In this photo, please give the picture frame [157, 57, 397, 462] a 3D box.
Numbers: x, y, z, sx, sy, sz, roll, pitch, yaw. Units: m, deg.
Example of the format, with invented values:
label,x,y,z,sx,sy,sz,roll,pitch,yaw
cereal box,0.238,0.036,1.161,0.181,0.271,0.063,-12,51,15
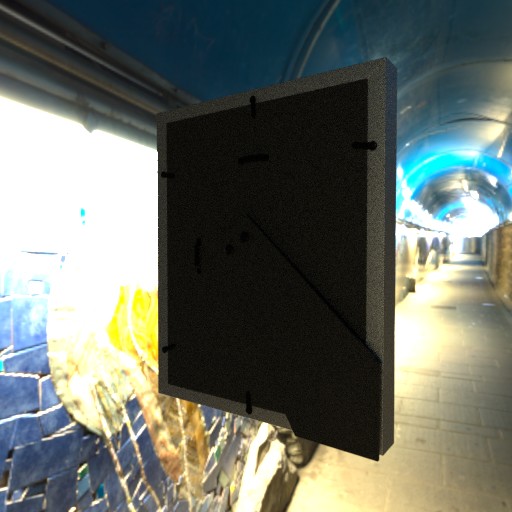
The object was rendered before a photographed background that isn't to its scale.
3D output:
label,x,y,z,sx,sy,sz,roll,pitch,yaw
picture frame,0.000,0.000,0.386,0.233,0.282,0.036,1,2,35
